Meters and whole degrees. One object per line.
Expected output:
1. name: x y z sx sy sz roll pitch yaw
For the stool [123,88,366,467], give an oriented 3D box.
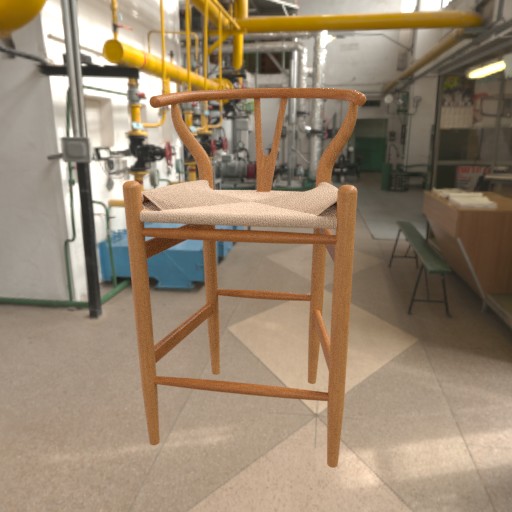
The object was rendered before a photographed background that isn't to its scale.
1. stool: 0.000 0.000 1.299 0.569 0.970 0.579 3 16 10
